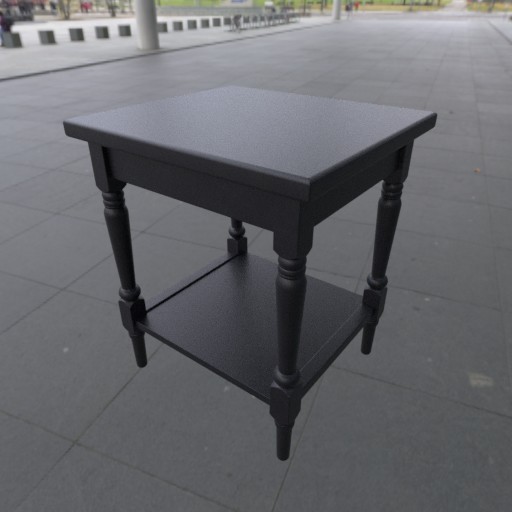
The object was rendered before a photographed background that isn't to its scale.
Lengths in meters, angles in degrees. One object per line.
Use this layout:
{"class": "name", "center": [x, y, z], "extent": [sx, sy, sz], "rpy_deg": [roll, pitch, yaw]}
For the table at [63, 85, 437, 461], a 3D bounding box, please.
{"class": "table", "center": [0.000, 0.000, 0.913], "extent": [0.488, 0.565, 0.442], "rpy_deg": [21, 36, 32]}
